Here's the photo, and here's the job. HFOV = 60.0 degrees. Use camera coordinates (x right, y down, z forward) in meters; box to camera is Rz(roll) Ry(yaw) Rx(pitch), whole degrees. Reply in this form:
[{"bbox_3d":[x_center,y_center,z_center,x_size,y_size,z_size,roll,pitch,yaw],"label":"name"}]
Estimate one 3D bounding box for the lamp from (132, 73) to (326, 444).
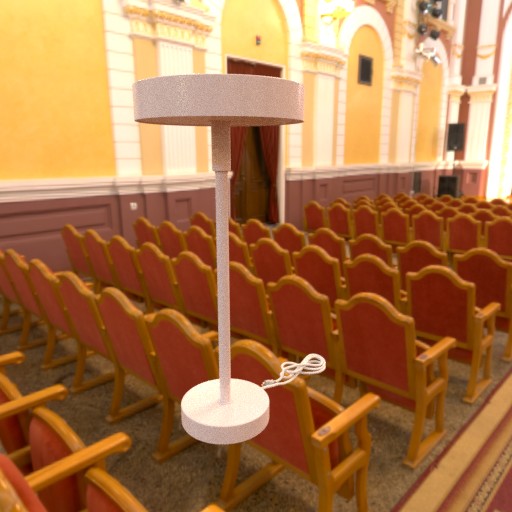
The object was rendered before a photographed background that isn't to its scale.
[{"bbox_3d":[0.000,0.000,0.704,0.229,0.508,0.369,13,18,42],"label":"lamp"}]
